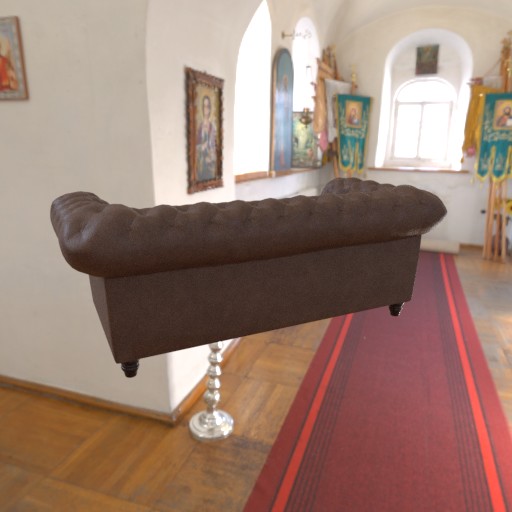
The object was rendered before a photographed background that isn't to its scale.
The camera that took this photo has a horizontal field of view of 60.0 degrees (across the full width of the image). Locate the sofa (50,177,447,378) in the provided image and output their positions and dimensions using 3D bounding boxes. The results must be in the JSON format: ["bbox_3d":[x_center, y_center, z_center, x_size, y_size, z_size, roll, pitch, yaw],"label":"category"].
[{"bbox_3d":[0.000,0.000,2.511,2.048,0.784,0.955,-8,17,-25],"label":"sofa"}]
